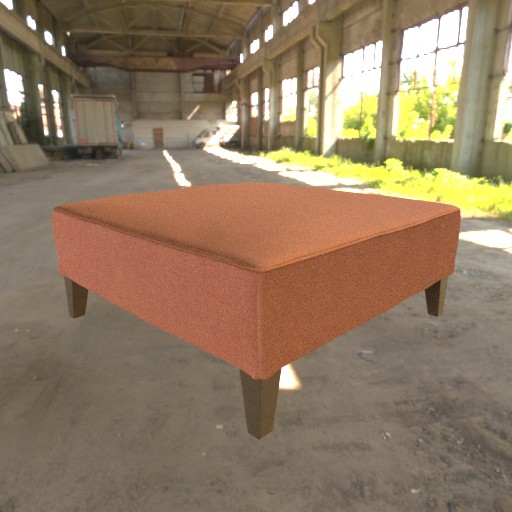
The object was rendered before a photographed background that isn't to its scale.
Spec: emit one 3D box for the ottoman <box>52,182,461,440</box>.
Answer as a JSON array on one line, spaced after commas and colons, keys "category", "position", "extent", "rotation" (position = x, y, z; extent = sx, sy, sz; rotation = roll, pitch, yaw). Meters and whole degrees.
[{"category": "ottoman", "position": [0.000, 0.000, 1.530], "extent": [0.999, 0.438, 0.997], "rotation": [15, 22, 42]}]
